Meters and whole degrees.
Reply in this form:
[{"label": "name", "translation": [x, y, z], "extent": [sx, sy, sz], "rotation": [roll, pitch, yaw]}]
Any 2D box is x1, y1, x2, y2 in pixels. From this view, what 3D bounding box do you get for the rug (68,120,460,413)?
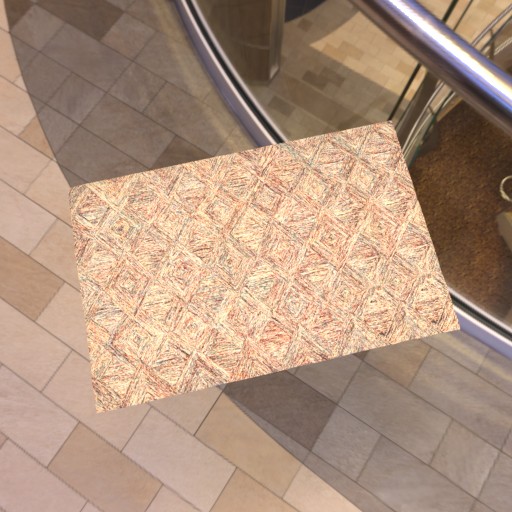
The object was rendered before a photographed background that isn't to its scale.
[{"label": "rug", "translation": [0.000, 0.000, 2.211], "extent": [1.761, 0.014, 1.143], "rotation": [-12, 77, -3]}]
